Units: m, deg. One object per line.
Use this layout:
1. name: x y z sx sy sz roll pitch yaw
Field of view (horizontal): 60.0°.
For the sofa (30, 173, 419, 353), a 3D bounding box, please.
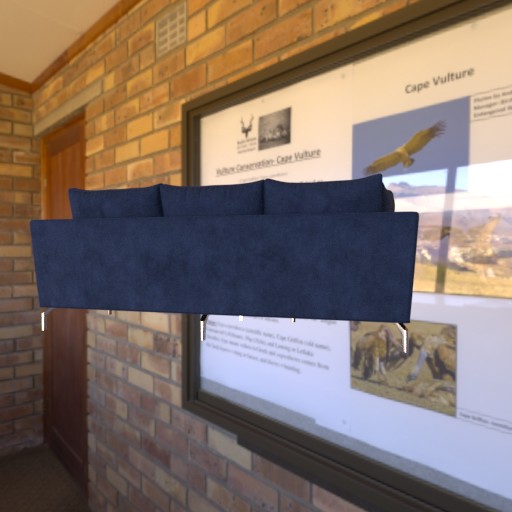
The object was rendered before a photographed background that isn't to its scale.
1. sofa: 0.000 0.000 3.815 2.463 0.988 2.472 0 1 16
